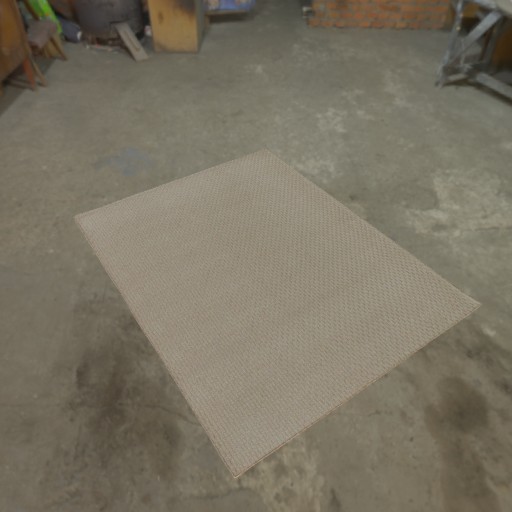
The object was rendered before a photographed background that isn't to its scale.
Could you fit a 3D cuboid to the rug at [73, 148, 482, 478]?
[{"bbox_3d":[0.000,0.000,3.840,2.277,0.035,2.897,-25,49,-24],"label":"rug"}]
